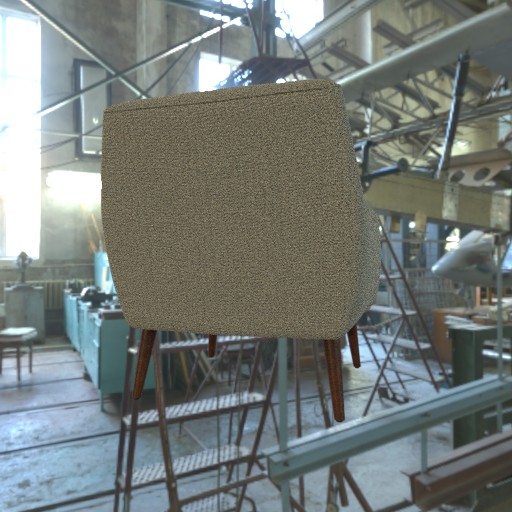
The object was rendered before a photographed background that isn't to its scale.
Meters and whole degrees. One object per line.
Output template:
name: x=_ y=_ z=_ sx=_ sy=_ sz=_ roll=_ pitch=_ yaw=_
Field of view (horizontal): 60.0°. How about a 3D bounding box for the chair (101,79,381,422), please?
chair: x=0.000 y=0.000 z=1.435 sx=0.762 sy=0.838 sz=0.787 roll=0 pitch=0 yaw=17
